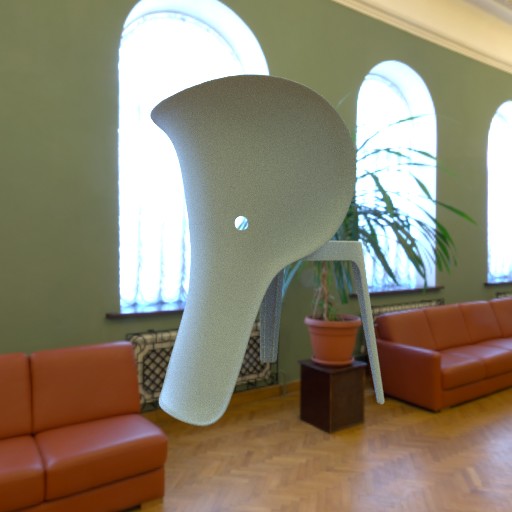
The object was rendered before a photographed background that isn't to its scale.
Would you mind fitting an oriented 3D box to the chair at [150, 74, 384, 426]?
[{"bbox_3d":[0.000,0.000,0.887,0.402,0.554,0.451,-1,1,-35],"label":"chair"}]
